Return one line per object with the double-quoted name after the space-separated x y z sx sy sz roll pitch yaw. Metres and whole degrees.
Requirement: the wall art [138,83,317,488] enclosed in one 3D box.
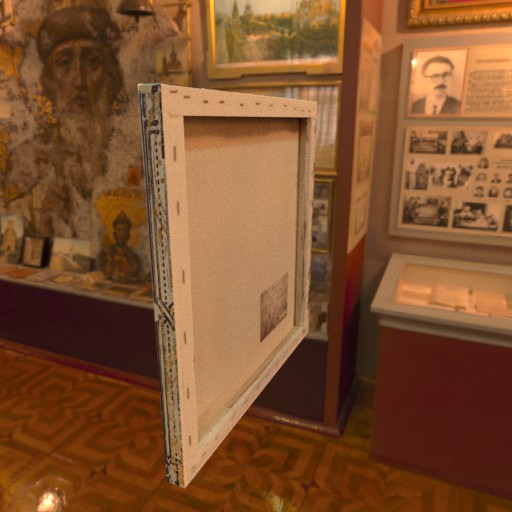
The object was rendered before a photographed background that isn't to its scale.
0.000 0.000 0.889 0.036 0.607 0.609 8 19 24 "wall art"
